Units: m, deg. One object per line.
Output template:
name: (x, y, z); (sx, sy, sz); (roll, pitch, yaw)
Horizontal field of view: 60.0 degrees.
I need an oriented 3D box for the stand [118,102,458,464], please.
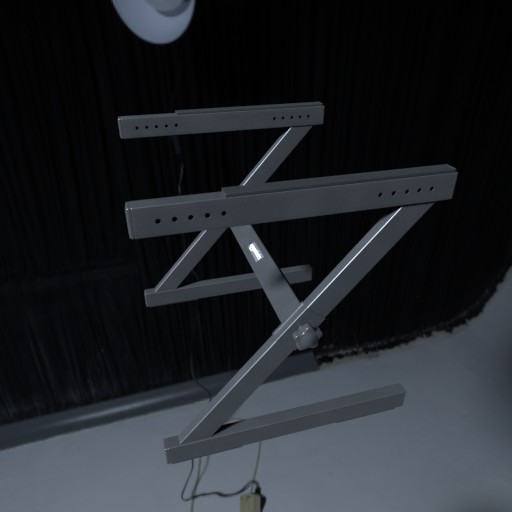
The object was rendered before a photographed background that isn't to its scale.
stand: (0.000, 0.000, 1.139); (0.586, 0.617, 0.700); (-8, 31, -14)
